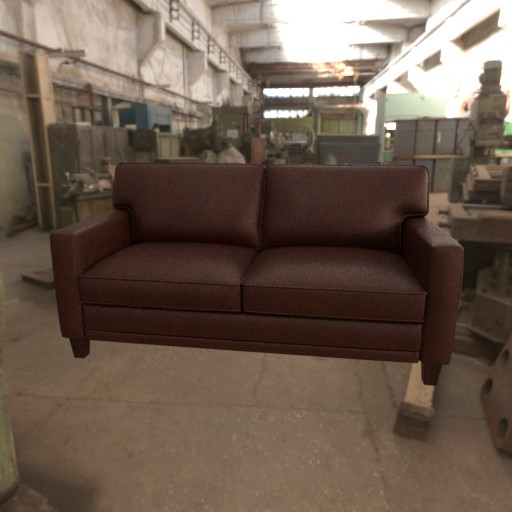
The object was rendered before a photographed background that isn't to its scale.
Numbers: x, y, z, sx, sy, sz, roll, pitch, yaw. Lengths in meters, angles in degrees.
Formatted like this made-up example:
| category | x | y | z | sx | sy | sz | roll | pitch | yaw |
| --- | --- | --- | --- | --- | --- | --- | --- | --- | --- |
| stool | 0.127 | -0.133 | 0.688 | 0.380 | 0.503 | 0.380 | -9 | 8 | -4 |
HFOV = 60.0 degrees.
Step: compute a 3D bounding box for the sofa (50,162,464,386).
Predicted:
| category | x | y | z | sx | sy | sz | roll | pitch | yaw |
| --- | --- | --- | --- | --- | --- | --- | --- | --- | --- |
| sofa | 0.000 | 0.000 | 2.342 | 1.876 | 0.928 | 0.912 | 2 | 15 | 8 |
